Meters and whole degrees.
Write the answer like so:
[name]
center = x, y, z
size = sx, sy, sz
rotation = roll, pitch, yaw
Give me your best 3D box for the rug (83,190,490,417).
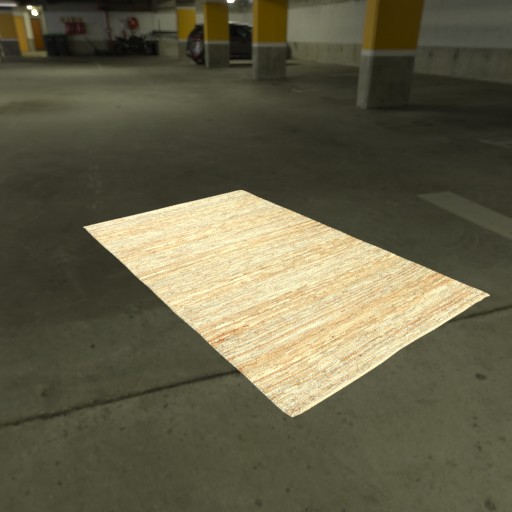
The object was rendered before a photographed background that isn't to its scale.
[rug]
center = 0.000, 0.000, 3.004
size = 1.529, 0.009, 2.446
rotation = -19, 32, -33
